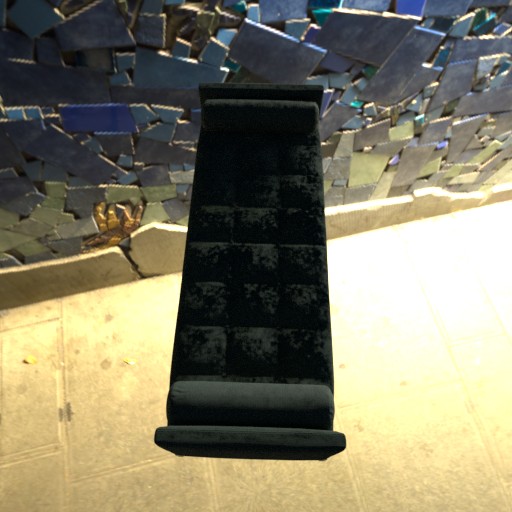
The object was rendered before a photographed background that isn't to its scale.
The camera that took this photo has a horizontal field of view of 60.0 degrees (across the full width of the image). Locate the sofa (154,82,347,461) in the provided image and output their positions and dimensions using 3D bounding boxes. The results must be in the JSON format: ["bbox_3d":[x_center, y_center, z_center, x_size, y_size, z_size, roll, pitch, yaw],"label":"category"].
[{"bbox_3d":[0.000,0.000,2.531,0.797,0.657,2.102,1,62,1],"label":"sofa"}]
